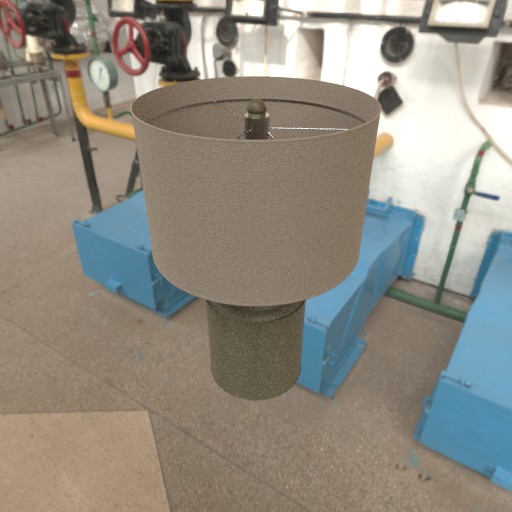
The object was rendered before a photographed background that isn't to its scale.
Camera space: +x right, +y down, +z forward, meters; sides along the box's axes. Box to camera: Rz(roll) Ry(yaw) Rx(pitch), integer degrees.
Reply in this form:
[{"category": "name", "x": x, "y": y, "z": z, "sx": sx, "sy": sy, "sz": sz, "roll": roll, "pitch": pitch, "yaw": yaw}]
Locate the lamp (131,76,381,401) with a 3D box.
[{"category": "lamp", "x": 0.000, "y": 0.000, "z": 0.707, "sx": 0.318, "sy": 0.486, "sz": 0.318, "roll": 0, "pitch": 33, "yaw": 0}]
